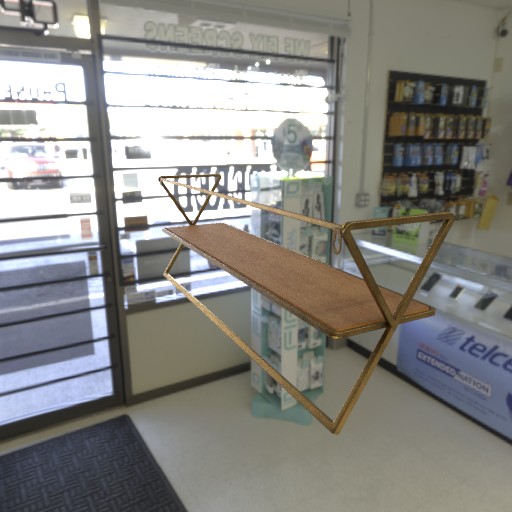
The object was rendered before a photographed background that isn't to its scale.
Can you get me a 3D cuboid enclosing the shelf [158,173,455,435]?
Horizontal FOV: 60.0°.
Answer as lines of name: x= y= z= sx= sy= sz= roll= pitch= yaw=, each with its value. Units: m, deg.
shelf: x=0.000 y=0.000 z=0.749 sx=0.150 sy=0.229 sz=0.645 roll=-7 pitch=16 yaw=-26
